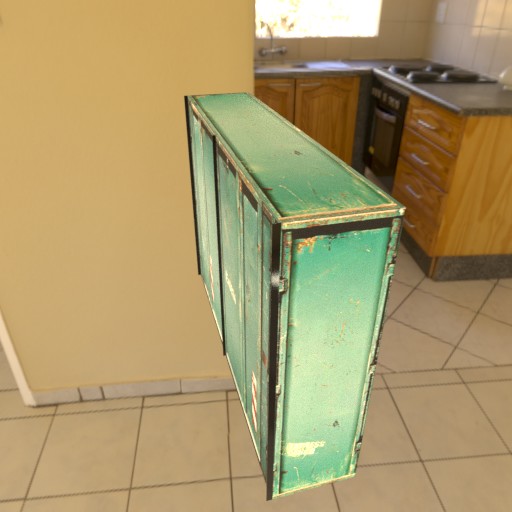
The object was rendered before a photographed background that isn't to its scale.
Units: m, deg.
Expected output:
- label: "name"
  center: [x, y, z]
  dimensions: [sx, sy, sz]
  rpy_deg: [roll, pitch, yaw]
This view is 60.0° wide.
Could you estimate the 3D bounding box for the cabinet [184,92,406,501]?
- label: "cabinet"
  center: [0.000, 0.000, 3.866]
  dimensions: [0.680, 2.160, 3.001]
  rpy_deg: [-8, 32, -13]
